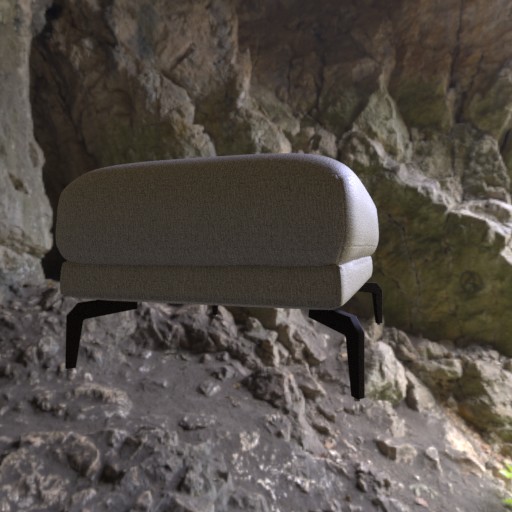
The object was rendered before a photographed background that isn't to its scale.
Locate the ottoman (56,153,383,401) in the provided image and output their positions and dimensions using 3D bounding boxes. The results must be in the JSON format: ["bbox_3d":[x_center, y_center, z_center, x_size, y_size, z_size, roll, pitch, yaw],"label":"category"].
[{"bbox_3d":[0.000,0.000,1.077,0.568,0.420,0.772,0,1,18],"label":"ottoman"}]
